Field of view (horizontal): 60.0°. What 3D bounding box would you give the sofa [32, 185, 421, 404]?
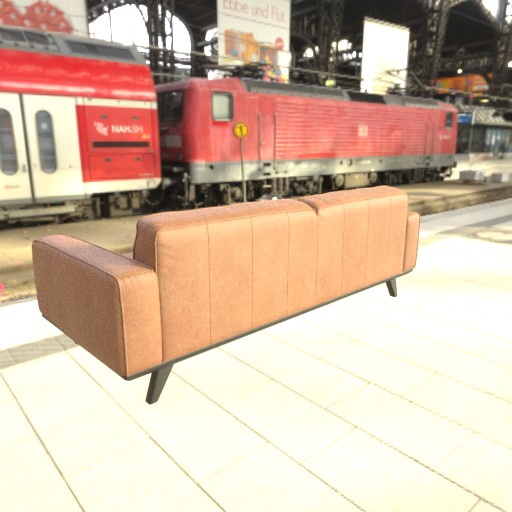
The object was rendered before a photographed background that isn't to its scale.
[{"bbox_3d":[0.000,0.000,2.684,2.270,0.780,0.953,-13,19,-41],"label":"sofa"}]
